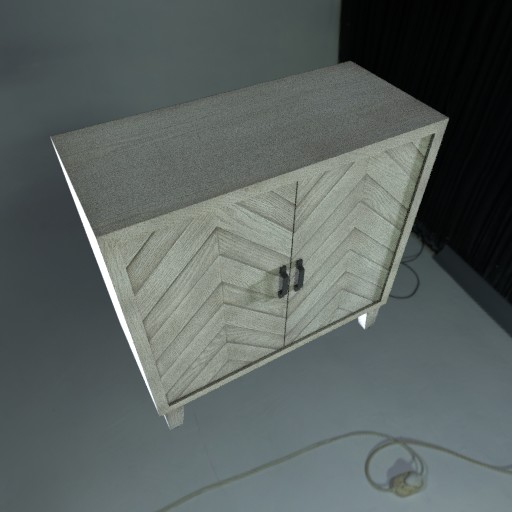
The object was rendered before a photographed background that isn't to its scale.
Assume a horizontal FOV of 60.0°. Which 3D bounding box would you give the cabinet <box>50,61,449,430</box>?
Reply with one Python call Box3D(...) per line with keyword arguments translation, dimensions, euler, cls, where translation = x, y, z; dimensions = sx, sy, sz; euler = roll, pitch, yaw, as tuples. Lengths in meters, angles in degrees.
Box3D(translation=(0.000, 0.000, 1.229), dimensions=(0.781, 0.787, 0.370), euler=(-22, 50, -20), cls="cabinet")
